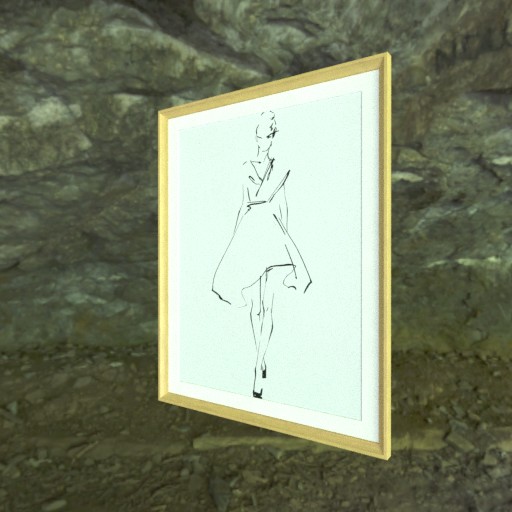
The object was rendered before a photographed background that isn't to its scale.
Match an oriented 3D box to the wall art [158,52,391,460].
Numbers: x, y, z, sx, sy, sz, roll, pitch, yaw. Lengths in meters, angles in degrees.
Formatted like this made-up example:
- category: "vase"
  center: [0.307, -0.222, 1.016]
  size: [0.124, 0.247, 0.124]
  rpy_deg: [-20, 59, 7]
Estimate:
- category: "wall art"
  center: [0.000, 0.000, 1.323]
  size: [0.798, 1.002, 0.030]
  rpy_deg: [0, 0, 34]
